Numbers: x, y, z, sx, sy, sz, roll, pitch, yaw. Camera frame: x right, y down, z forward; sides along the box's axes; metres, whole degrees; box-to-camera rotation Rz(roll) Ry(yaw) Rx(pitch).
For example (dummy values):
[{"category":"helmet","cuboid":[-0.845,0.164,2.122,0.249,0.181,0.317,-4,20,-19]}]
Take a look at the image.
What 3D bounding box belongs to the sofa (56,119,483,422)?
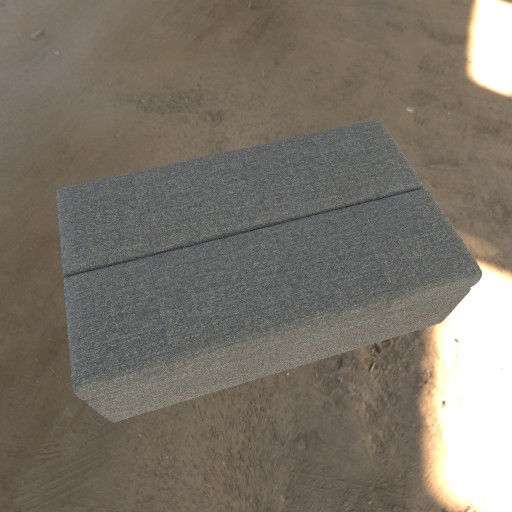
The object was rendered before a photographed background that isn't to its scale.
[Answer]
[{"category":"sofa","cuboid":[0.000,0.000,1.571,1.198,0.417,0.782,-14,58,-9]}]
